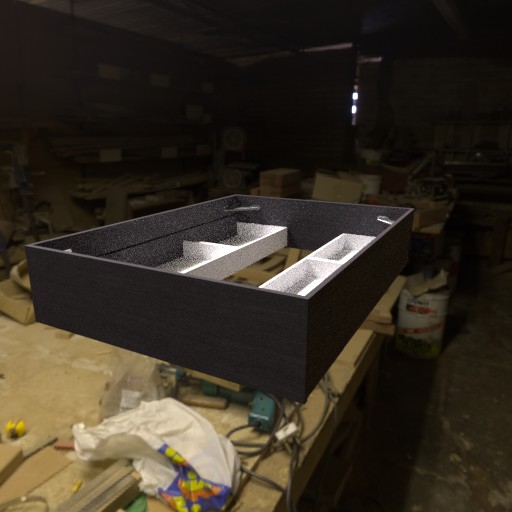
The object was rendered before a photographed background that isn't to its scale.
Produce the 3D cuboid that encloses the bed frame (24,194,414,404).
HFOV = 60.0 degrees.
[{"bbox_3d":[0.000,0.000,2.648,1.448,0.459,1.944,9,18,27],"label":"bed frame"}]
